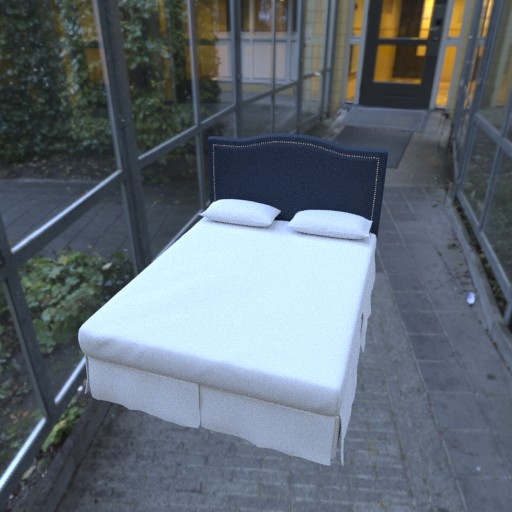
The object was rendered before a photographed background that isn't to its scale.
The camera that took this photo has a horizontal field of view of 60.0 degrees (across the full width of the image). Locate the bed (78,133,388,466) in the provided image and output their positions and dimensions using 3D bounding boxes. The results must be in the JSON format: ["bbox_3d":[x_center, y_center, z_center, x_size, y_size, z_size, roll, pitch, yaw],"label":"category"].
[{"bbox_3d":[0.000,0.000,3.469,1.821,1.436,2.282,9,29,16],"label":"bed"}]
